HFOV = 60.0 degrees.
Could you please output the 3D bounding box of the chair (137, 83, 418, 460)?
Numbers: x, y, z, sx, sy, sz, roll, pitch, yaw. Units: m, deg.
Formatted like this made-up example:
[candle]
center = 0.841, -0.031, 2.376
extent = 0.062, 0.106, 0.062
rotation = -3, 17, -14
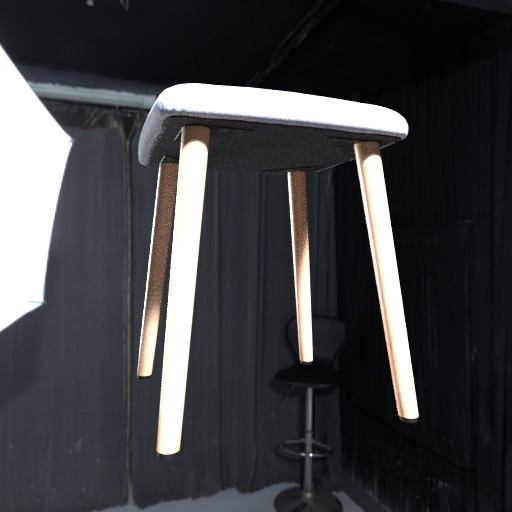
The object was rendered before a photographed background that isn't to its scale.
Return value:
[chair]
center = 0.000, 0.000, 0.695
extent = 0.350, 0.440, 0.350
rotation = 0, 1, -19
